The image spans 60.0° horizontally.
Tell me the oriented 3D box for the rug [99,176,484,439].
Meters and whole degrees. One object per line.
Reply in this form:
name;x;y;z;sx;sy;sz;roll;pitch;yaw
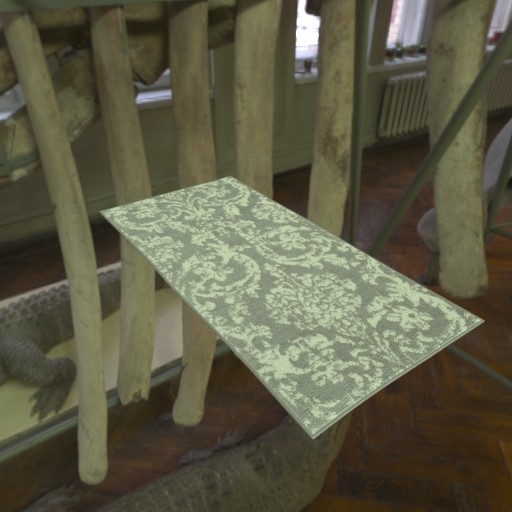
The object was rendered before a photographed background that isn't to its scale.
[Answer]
rug;0.000;0.000;1.433;0.604;0.007;1.219;-21;38;-30
